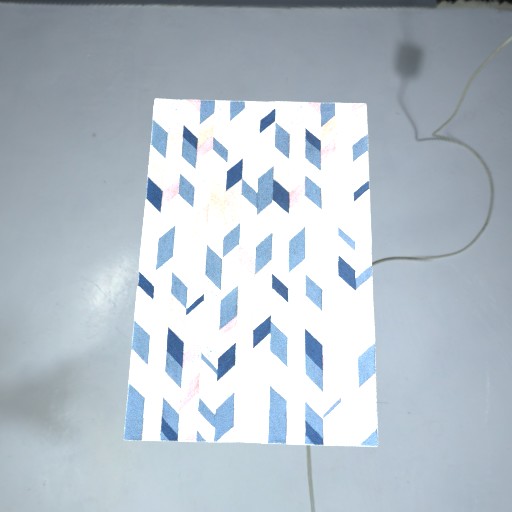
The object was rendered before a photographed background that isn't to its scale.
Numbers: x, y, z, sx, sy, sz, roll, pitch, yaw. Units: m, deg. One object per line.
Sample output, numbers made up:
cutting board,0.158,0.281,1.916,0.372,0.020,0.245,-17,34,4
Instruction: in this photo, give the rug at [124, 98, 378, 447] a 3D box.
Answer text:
rug,0.000,0.000,2.292,1.202,0.006,1.813,2,76,0
